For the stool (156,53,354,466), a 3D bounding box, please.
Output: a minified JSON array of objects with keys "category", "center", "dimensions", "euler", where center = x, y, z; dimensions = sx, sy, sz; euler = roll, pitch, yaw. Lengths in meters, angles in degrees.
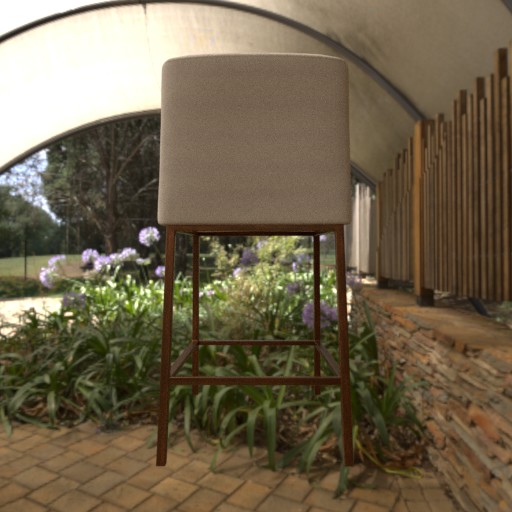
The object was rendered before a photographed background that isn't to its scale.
[{"category":"stool","center":[0.000,0.000,1.310],"dimensions":[0.507,0.973,0.576],"euler":[0,-1,0]}]
